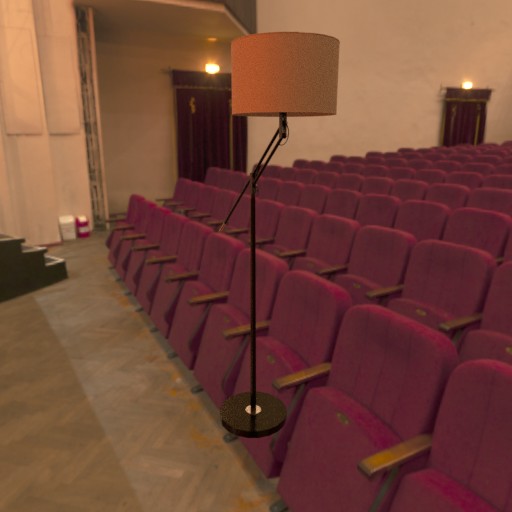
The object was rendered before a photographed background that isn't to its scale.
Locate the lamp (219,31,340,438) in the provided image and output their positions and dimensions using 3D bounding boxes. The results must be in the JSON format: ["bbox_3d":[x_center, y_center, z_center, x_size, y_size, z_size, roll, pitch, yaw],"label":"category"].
[{"bbox_3d":[0.000,0.000,1.929,0.373,1.635,0.809,-8,17,-26],"label":"lamp"}]
